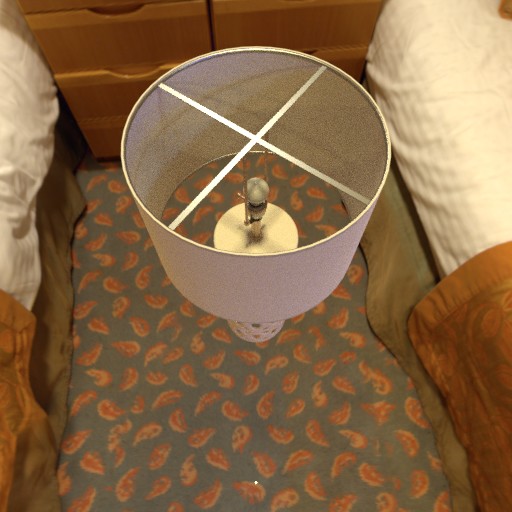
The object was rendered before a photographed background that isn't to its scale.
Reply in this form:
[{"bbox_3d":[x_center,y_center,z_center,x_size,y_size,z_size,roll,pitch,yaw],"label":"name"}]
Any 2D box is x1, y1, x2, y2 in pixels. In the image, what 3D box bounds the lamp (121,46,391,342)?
[{"bbox_3d":[0.000,0.000,0.821,0.324,0.636,0.325,33,68,16],"label":"lamp"}]
